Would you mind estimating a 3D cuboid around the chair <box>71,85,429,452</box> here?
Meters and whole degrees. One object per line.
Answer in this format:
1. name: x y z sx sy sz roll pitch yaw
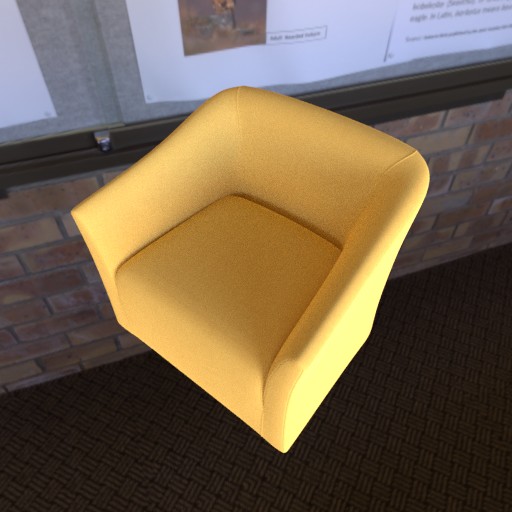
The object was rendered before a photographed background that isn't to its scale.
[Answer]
1. chair: 0.000 0.000 1.399 0.790 0.720 0.700 30 54 25
